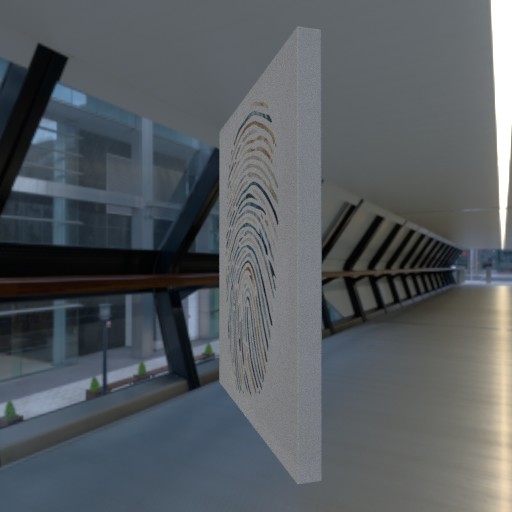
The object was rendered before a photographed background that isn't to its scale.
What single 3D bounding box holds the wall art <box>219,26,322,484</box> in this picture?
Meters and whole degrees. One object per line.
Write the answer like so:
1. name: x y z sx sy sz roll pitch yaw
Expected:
1. wall art: 0.000 0.000 0.834 0.037 0.606 0.508 0 0 -17
